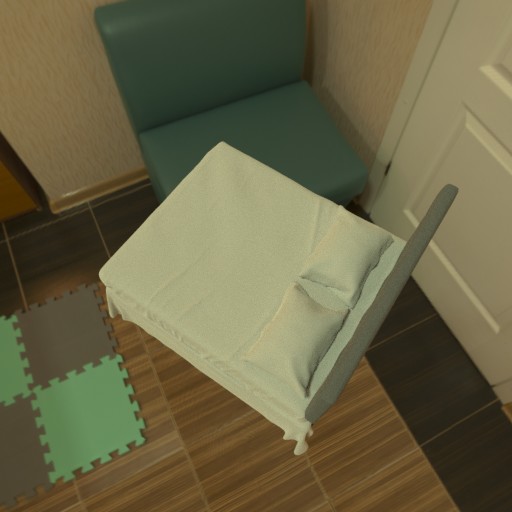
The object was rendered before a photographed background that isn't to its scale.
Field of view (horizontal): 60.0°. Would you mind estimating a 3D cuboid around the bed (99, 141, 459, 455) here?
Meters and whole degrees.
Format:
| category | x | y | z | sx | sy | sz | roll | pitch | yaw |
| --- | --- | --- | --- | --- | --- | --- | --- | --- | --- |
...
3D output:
| category | x | y | z | sx | sy | sz | roll | pitch | yaw |
| --- | --- | --- | --- | --- | --- | --- | --- | --- | --- |
| bed | 0.000 | 0.000 | 3.483 | 2.222 | 1.577 | 1.936 | 31 | 67 | 15 |
